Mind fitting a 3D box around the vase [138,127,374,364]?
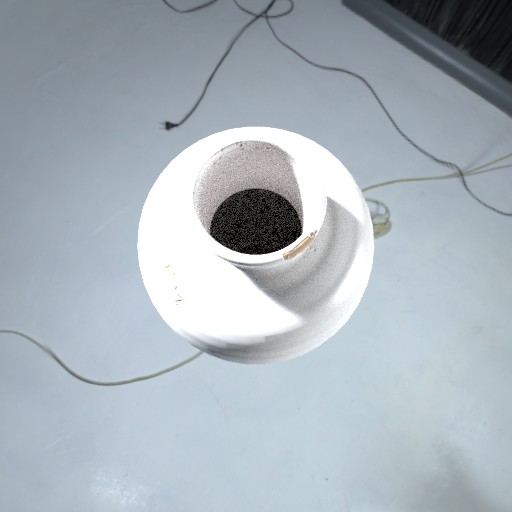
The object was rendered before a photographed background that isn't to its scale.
[{"bbox_3d":[0.000,0.000,0.330,0.158,0.228,0.158,0,75,0],"label":"vase"}]
